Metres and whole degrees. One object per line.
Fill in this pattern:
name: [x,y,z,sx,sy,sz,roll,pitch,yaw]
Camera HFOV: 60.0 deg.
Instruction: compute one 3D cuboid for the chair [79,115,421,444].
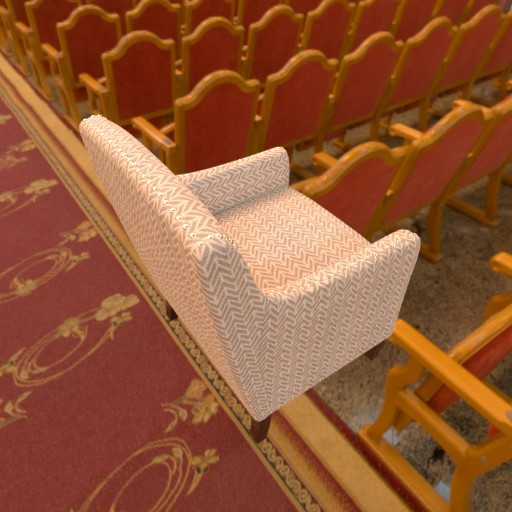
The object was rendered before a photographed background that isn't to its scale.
chair: [0.000,0.000,1.290,0.651,0.816,0.623,-25,47,-25]
